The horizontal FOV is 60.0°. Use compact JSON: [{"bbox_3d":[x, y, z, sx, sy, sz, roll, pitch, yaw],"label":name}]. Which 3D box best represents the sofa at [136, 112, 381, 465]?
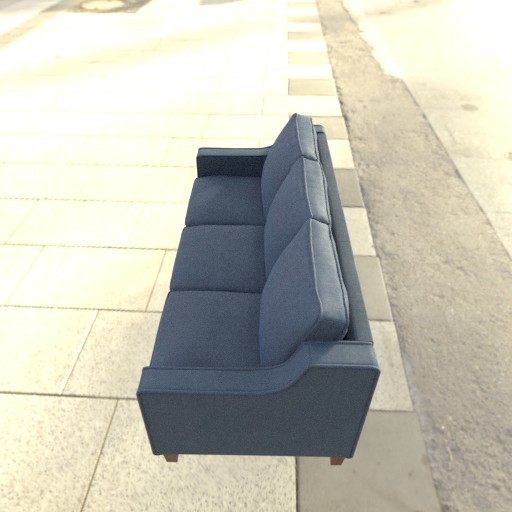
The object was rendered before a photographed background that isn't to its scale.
[{"bbox_3d":[0.000,0.000,2.513,0.911,0.974,1.986,1,40,1],"label":"sofa"}]
